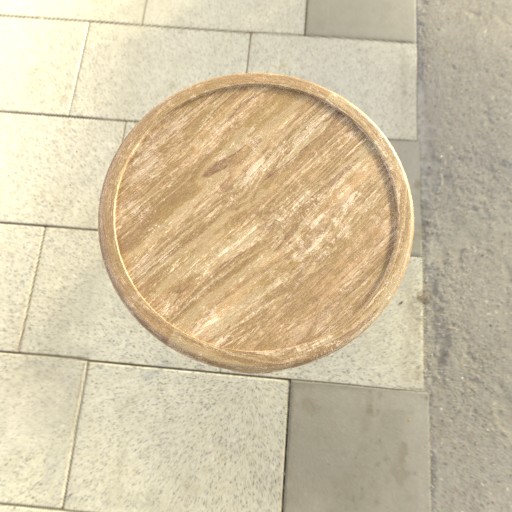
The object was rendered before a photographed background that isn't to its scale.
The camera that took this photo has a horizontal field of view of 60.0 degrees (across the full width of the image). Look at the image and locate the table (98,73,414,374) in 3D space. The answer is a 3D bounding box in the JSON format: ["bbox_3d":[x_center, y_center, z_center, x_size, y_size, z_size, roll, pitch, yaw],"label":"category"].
[{"bbox_3d":[0.000,0.000,0.796,0.407,0.482,0.407,0,75,0],"label":"table"}]
